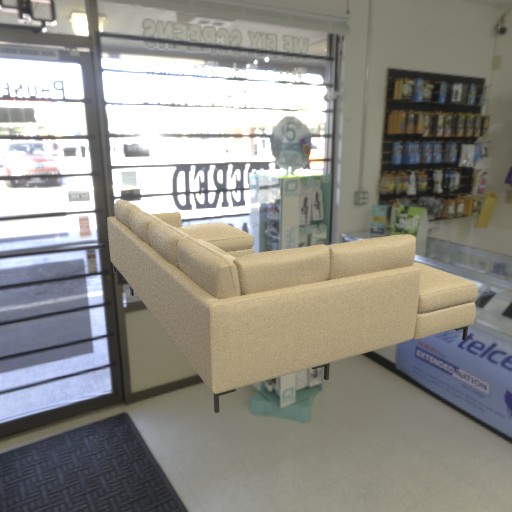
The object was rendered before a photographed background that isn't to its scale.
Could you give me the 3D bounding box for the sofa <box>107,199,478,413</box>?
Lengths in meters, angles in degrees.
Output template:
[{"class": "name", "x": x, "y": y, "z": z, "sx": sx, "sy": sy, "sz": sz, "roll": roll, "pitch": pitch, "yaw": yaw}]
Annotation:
[{"class": "sofa", "x": 0.000, "y": 0.000, "z": 3.624, "sx": 1.879, "sy": 0.756, "sz": 2.737, "roll": -8, "pitch": 17, "yaw": -27}]
